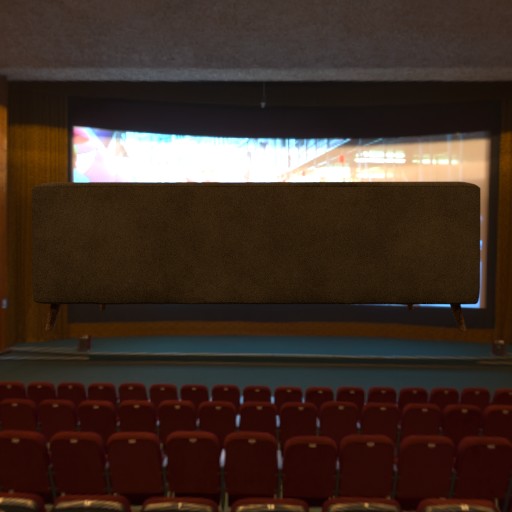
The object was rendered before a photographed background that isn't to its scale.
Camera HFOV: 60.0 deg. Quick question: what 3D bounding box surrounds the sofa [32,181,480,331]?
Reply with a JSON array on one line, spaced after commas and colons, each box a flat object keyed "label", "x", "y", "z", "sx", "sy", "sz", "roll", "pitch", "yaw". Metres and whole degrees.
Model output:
[{"label": "sofa", "x": 0.000, "y": 0.000, "z": 2.593, "sx": 2.190, "sy": 0.740, "sz": 0.900, "roll": 0, "pitch": 1, "yaw": 1}]
